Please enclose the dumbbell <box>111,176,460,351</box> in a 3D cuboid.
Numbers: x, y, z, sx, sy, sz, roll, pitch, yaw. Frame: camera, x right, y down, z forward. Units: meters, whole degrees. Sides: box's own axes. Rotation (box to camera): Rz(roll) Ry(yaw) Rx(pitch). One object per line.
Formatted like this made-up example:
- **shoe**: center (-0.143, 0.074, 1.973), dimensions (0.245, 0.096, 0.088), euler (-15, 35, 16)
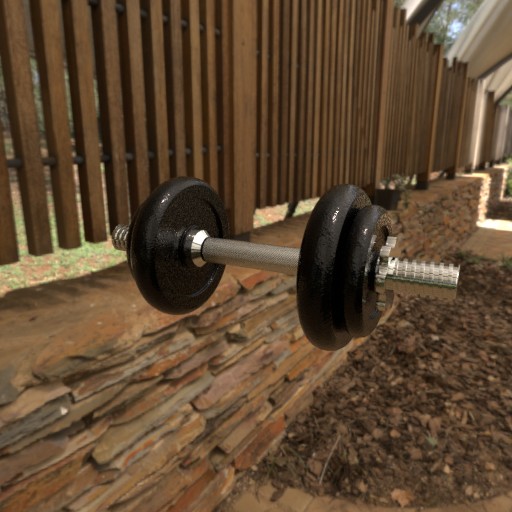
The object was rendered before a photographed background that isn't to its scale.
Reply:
- **dumbbell**: center (0.000, 0.000, 0.593), dimensions (0.497, 0.202, 0.202), euler (8, 17, 28)
